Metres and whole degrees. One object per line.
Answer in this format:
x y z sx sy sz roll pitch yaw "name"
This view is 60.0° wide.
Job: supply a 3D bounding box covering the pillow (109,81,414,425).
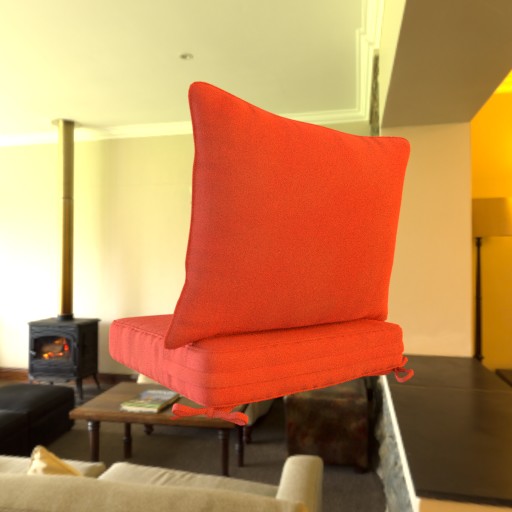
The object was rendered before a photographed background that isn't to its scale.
0.000 0.000 1.365 0.798 0.725 0.733 1 -1 -37 "pillow"
